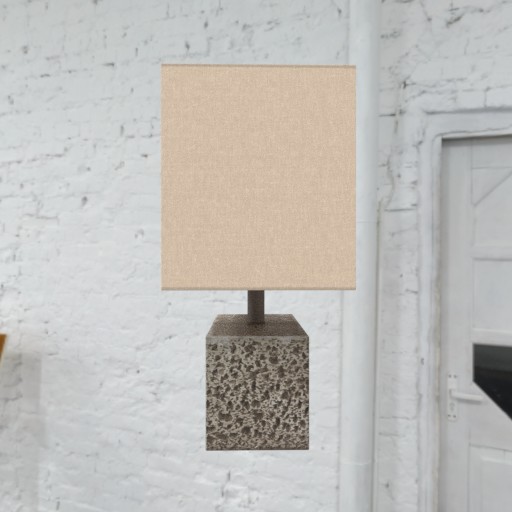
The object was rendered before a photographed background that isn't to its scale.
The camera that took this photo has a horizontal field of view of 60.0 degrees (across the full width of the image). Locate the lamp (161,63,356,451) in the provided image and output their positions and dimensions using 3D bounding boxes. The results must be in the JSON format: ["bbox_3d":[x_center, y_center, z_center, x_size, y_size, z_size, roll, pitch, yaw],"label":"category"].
[{"bbox_3d":[0.000,0.000,0.556,0.180,0.411,0.294,0,0,-1],"label":"lamp"}]
